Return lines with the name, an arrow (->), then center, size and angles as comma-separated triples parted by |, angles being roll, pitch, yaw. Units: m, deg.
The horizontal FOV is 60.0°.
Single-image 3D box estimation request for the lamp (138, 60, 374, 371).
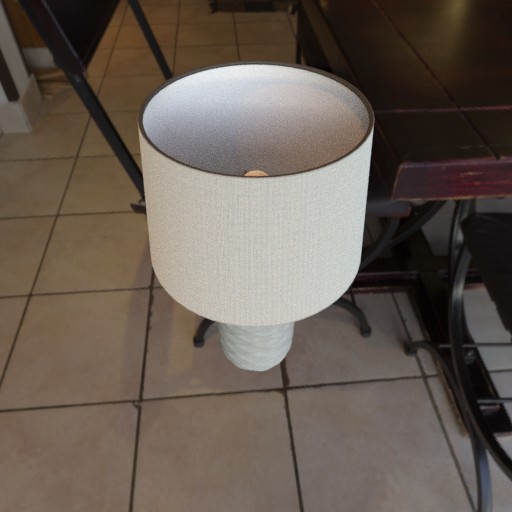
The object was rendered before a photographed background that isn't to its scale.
lamp -> 0.000, 0.000, 0.831 | 0.376, 0.594, 0.376 | 0, 46, 0
